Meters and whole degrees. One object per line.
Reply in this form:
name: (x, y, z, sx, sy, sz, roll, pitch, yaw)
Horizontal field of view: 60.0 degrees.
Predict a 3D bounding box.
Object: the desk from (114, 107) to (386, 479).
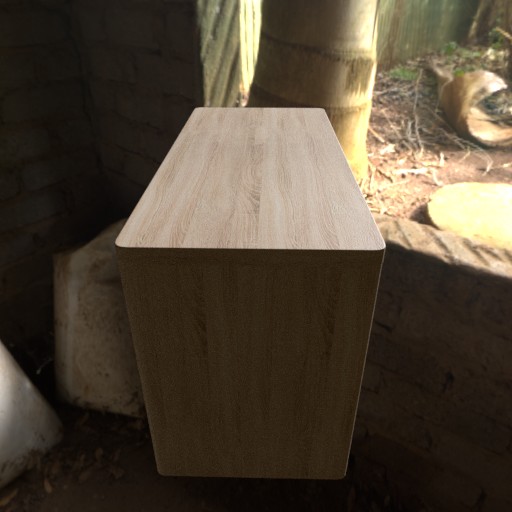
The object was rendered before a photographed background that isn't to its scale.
desk: (0.000, 0.000, 1.585, 0.550, 0.760, 1.200, 1, 31, 1)
